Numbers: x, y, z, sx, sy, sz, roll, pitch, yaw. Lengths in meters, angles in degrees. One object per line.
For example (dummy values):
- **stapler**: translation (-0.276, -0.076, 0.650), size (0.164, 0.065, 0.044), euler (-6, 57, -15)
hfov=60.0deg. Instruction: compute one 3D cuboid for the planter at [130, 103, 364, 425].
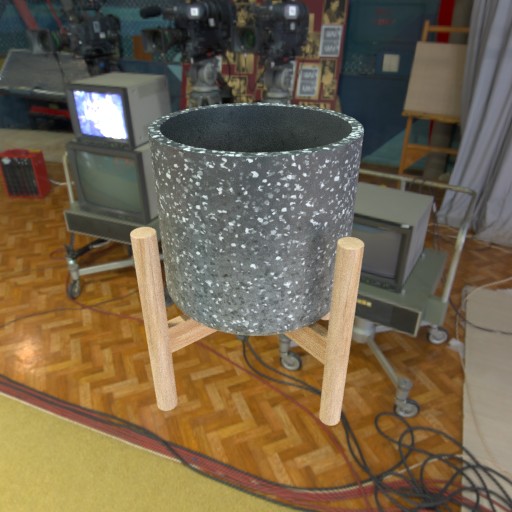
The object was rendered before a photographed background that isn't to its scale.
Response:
- **planter**: translation (0.000, 0.000, 0.546), size (0.284, 0.320, 0.284), euler (-8, 31, -14)
